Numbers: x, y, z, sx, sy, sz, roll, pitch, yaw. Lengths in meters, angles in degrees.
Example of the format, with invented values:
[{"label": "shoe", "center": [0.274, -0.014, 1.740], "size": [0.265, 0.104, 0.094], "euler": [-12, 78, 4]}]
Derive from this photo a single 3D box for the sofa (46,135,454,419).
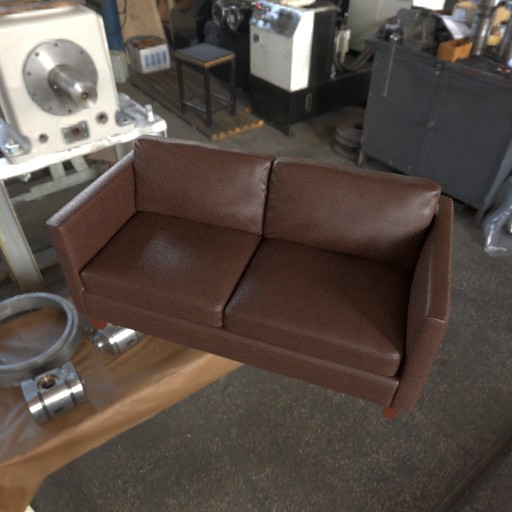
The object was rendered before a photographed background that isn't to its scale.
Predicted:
[{"label": "sofa", "center": [0.000, 0.000, 2.406], "size": [1.883, 0.933, 0.951], "euler": [13, 42, 15]}]
